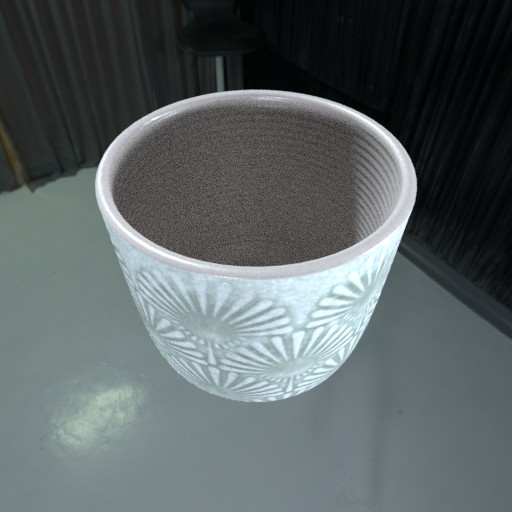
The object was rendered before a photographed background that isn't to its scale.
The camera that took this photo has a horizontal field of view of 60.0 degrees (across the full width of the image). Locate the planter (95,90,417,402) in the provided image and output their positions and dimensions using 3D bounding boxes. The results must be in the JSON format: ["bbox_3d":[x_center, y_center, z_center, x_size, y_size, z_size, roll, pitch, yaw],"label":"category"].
[{"bbox_3d":[0.000,0.000,0.214,0.124,0.109,0.124,0,46,0],"label":"planter"}]
